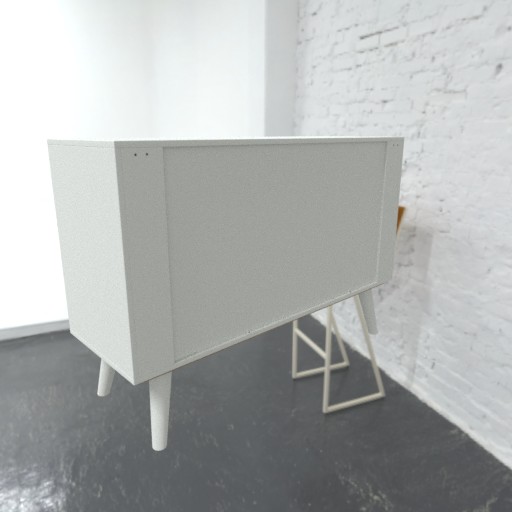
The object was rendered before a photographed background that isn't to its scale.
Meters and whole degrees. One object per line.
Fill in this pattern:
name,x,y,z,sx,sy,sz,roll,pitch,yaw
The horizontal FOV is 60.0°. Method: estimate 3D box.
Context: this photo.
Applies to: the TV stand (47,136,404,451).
TV stand,0.000,0.000,1.574,1.193,0.812,0.406,-14,21,-41
